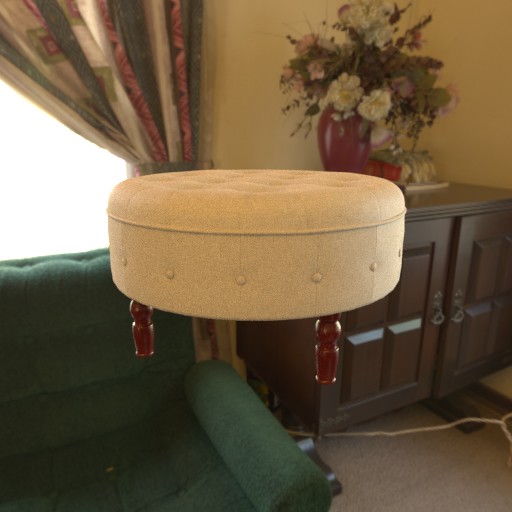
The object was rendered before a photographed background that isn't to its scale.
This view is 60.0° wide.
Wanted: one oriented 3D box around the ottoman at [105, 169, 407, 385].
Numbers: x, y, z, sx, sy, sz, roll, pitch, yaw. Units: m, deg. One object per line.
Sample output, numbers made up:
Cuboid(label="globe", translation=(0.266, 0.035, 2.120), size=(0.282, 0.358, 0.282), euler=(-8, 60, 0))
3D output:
Cuboid(label="ottoman", translation=(0.000, 0.000, 1.357), size=(0.849, 0.478, 0.849), euler=(0, 15, 0))
